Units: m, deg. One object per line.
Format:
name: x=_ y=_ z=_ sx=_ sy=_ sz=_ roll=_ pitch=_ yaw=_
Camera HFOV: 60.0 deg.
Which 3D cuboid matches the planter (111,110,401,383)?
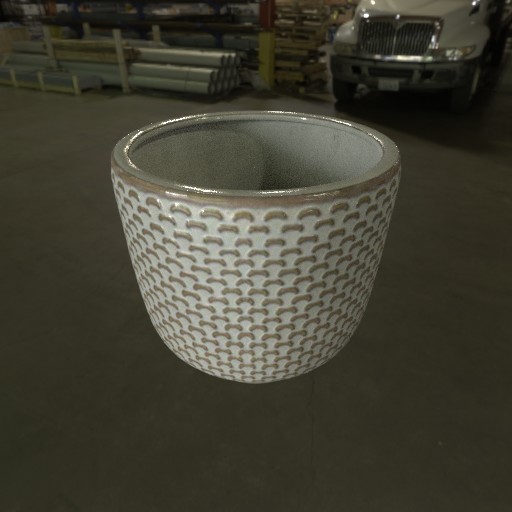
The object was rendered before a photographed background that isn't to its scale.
planter: x=0.000 y=0.000 z=0.249 sx=0.139 sy=0.130 sz=0.139 roll=0 pitch=31 yaw=0
